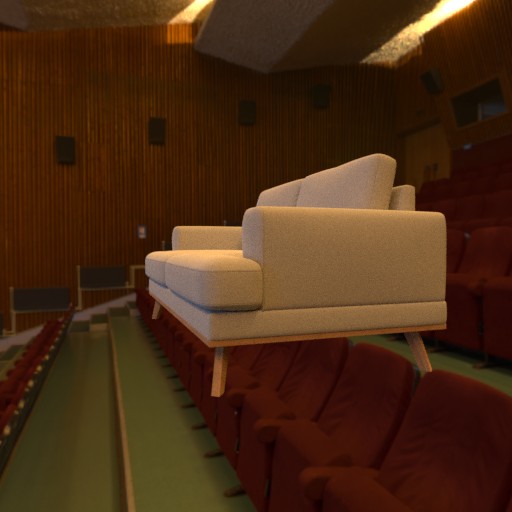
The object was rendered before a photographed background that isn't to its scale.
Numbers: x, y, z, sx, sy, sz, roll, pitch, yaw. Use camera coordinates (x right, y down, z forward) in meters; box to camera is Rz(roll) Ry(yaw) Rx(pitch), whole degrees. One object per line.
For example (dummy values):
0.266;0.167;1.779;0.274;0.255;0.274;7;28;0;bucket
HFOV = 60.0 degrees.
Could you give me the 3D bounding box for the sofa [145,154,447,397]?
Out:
0.000;0.000;2.186;0.915;0.810;1.651;0;1;-20;sofa
